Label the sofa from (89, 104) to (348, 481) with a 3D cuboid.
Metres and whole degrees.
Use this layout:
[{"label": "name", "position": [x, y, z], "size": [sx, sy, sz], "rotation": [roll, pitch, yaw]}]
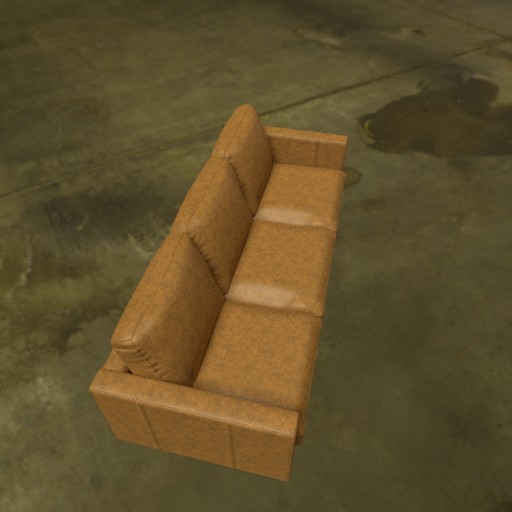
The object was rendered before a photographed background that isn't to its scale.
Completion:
[{"label": "sofa", "position": [0.000, 0.000, 2.671], "size": [0.903, 0.930, 2.231], "rotation": [10, 47, 9]}]
